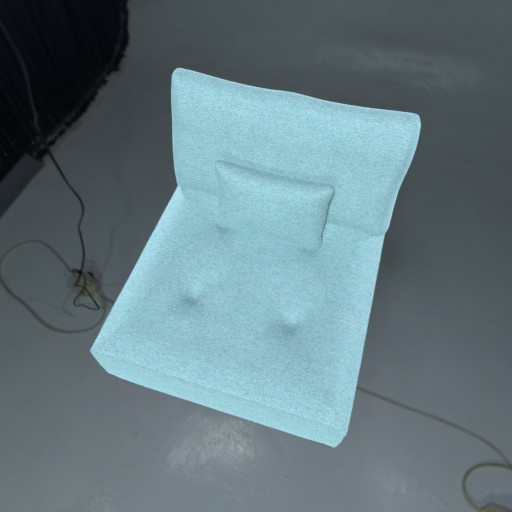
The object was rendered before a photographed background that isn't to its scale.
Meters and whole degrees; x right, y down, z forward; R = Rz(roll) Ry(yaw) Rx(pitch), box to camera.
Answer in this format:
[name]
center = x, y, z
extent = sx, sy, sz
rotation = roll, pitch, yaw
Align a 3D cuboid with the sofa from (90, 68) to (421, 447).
[sofa]
center = 0.000, 0.000, 1.668
extent = 0.930, 0.820, 1.000
rotation = 15, 59, 9
